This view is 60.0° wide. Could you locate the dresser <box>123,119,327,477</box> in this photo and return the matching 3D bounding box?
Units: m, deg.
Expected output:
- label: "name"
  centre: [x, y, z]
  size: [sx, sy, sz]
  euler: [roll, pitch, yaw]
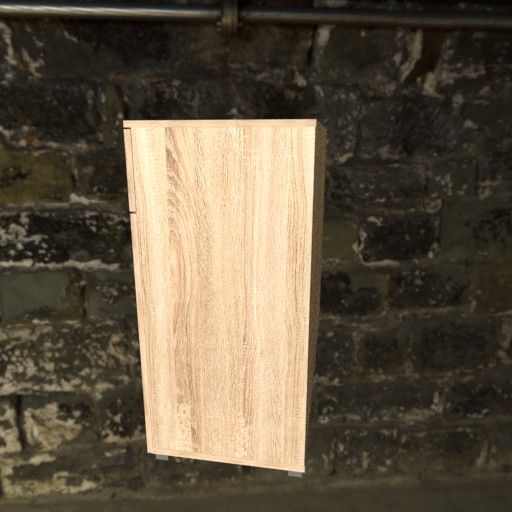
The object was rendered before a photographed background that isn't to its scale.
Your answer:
- label: "dresser"
  centre: [0.000, 0.000, 1.603]
  size: [0.450, 0.900, 1.100]
  euler: [3, 15, 10]
